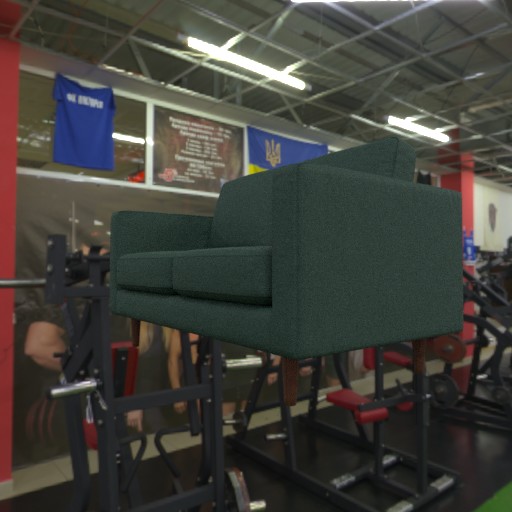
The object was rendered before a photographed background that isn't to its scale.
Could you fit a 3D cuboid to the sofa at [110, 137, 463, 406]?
[{"bbox_3d":[0.000,0.000,1.974,0.879,0.899,1.430,1,-2,-37],"label":"sofa"}]
